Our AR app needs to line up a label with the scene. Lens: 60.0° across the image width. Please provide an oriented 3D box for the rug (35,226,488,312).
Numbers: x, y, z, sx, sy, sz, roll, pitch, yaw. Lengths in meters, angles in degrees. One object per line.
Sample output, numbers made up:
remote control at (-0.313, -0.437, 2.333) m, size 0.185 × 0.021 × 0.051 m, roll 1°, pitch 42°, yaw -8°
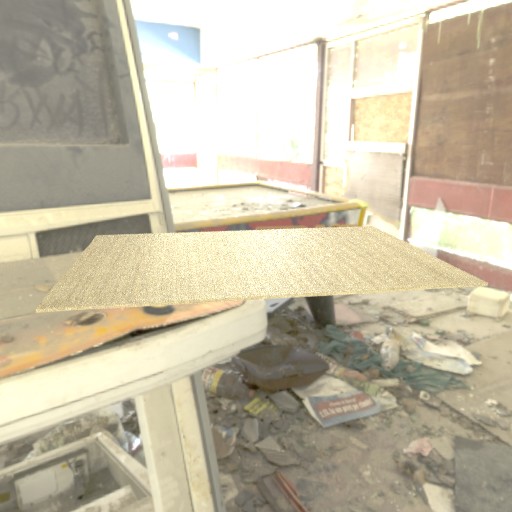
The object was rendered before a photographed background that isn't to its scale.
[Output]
rug at (0.000, 0.000, 2.927) m, size 2.297 × 0.018 × 1.532 m, roll -2°, pitch 16°, yaw -9°
